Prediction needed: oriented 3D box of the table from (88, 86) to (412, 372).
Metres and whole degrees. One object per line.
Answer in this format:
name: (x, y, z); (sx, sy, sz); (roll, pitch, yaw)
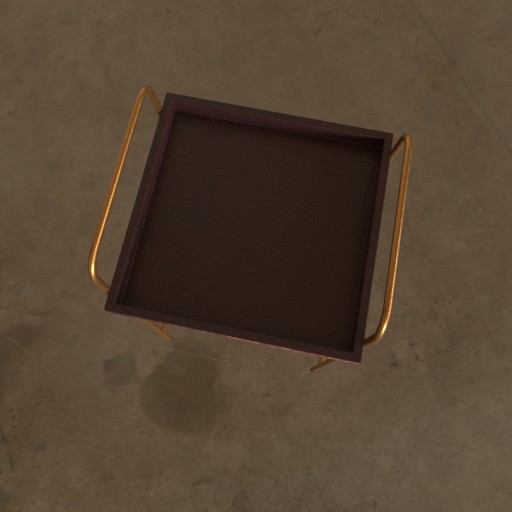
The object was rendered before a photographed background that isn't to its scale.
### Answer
table: (0.000, 0.000, 0.983); (0.430, 0.710, 0.430); (11, 76, 3)
